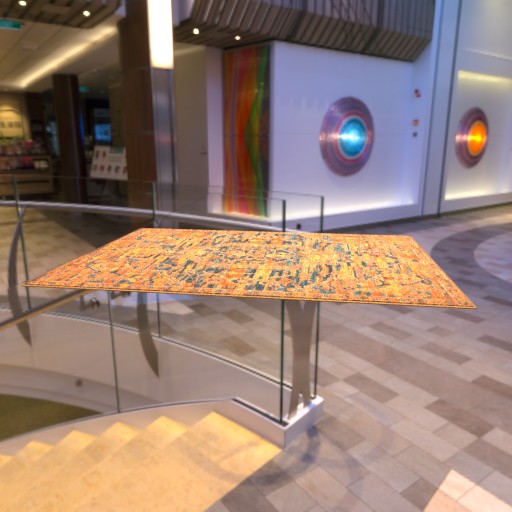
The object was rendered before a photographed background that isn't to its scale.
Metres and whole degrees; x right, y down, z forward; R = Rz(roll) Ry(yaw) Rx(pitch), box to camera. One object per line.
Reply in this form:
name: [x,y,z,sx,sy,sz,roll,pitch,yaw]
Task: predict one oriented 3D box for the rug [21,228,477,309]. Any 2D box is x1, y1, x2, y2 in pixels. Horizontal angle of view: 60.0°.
rug: [0.000,0.000,3.770,2.916,0.019,2.043,2,15,8]
